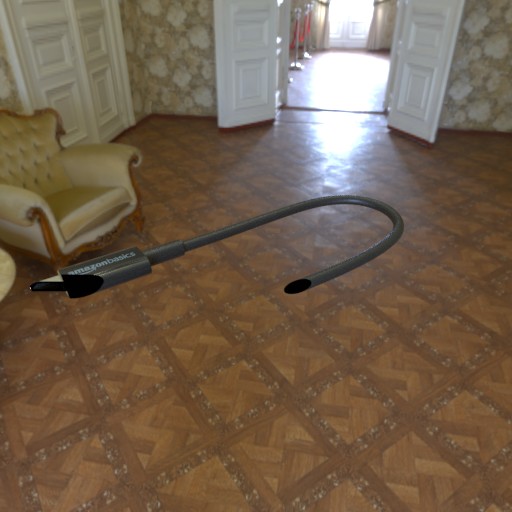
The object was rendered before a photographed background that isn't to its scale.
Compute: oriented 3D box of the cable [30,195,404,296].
[{"bbox_3d":[0.000,0.000,0.111,0.098,0.006,0.040,-21,37,-30],"label":"cable"}]
